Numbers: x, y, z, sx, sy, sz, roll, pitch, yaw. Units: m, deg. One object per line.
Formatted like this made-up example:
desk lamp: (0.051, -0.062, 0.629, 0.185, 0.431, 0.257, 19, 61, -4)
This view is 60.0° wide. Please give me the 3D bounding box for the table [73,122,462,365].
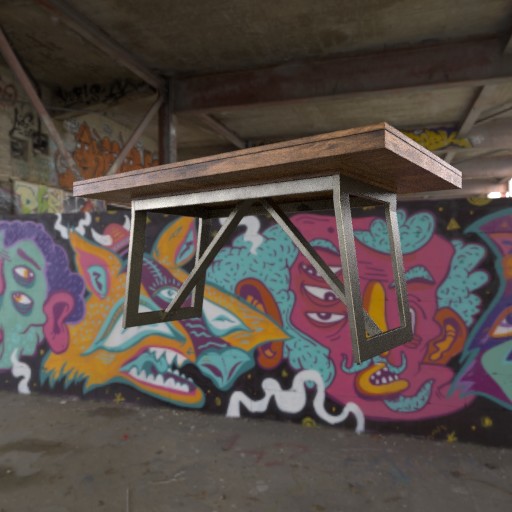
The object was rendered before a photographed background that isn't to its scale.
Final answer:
table: (0.000, 0.000, 2.138, 1.641, 0.757, 0.931, 0, -1, 37)
